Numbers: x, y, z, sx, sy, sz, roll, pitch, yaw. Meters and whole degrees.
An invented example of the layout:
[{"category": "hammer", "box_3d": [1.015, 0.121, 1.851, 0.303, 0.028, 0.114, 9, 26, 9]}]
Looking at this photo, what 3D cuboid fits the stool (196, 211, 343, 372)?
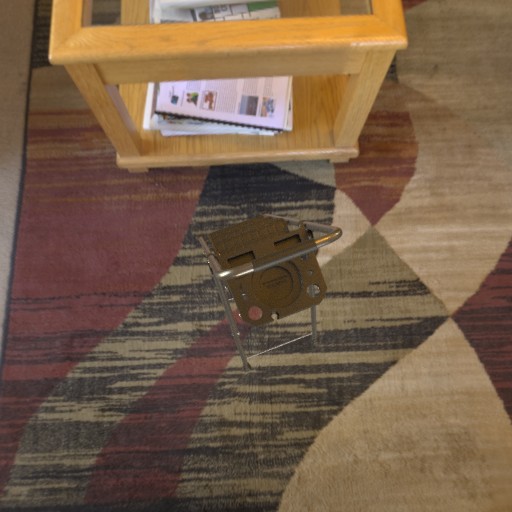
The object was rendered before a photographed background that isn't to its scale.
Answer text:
[{"category": "stool", "box_3d": [0.000, 0.000, 1.606, 0.396, 1.277, 0.733, -20, 76, -5]}]
